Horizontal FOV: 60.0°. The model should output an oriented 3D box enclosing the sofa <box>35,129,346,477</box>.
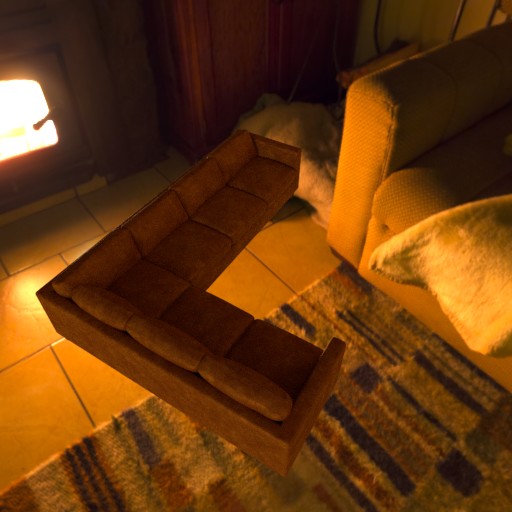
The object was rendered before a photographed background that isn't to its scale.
[{"bbox_3d":[0.000,0.000,4.398,2.438,0.838,3.150,24,50,21],"label":"sofa"}]
